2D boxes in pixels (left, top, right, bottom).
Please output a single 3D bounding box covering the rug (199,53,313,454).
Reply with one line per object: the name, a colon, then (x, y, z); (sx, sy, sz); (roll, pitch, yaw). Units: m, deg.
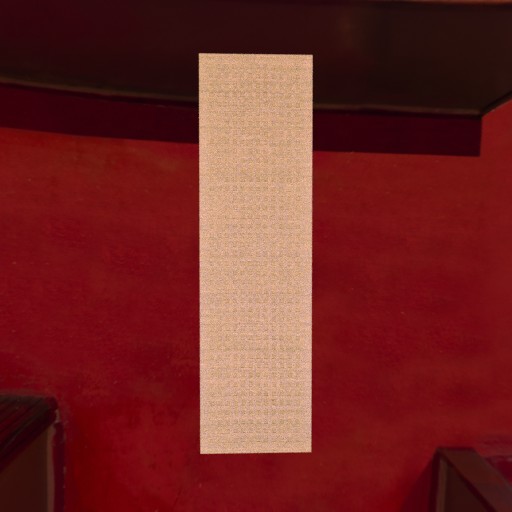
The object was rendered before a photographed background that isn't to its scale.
rug: (0.000, 0.000, 2.712); (0.686, 0.006, 2.437); (0, 92, -2)
